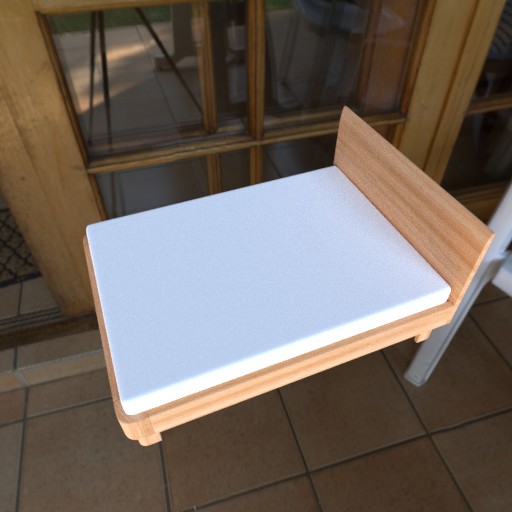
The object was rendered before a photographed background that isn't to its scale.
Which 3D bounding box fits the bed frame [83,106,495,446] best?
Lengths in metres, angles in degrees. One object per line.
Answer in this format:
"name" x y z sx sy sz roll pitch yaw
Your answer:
"bed frame" 0.000 0.000 2.764 1.992 0.940 1.472 -16 47 -15
